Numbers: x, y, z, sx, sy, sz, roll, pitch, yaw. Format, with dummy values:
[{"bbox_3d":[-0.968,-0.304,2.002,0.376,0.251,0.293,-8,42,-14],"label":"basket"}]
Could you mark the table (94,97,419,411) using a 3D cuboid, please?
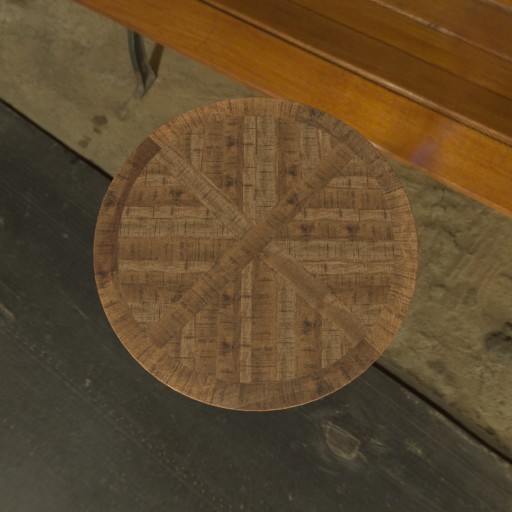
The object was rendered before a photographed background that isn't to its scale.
[{"bbox_3d":[0.000,0.000,1.976,1.264,0.516,1.264,0,76,0],"label":"table"}]
